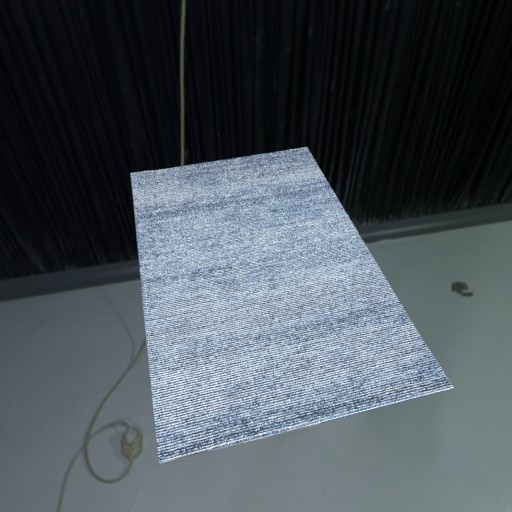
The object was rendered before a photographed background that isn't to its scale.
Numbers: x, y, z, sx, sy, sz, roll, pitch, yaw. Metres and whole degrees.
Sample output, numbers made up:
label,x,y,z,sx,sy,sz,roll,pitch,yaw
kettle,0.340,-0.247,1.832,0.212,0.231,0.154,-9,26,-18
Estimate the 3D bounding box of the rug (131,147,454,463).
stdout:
label,x,y,z,sx,sy,sz,roll,pitch,yaw
rug,0.000,0.000,2.248,1.159,0.025,1.793,-10,47,-10
